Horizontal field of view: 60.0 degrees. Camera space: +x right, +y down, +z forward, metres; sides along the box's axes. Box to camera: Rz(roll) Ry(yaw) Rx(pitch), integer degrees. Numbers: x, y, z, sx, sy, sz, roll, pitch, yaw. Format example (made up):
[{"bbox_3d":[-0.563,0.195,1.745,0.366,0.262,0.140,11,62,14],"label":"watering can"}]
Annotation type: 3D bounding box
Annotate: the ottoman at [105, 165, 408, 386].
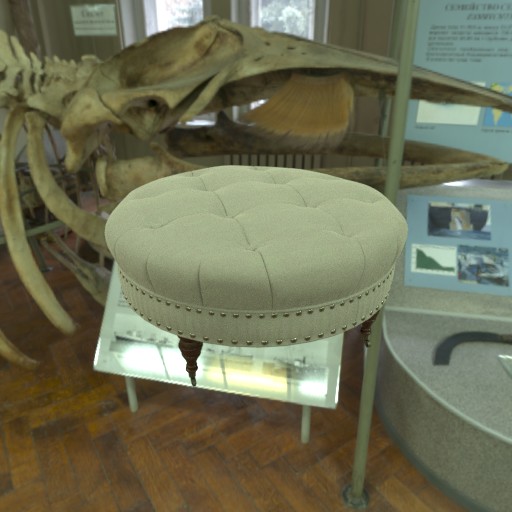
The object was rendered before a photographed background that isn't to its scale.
[{"bbox_3d":[0.000,0.000,1.423,0.901,0.439,0.901,0,25,0],"label":"ottoman"}]
